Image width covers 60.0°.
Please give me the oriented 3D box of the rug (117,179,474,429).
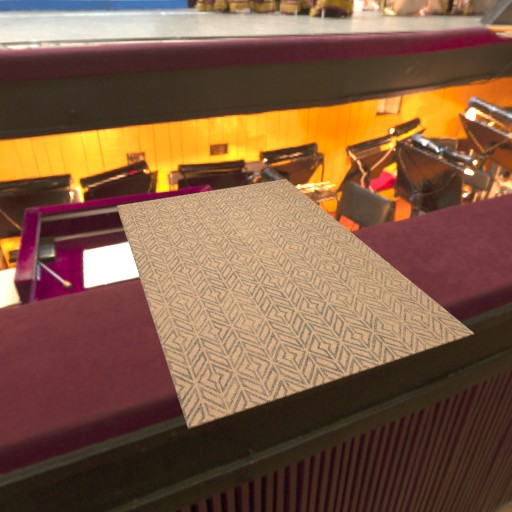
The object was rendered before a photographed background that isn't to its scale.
[{"bbox_3d":[0.000,0.000,2.368,1.220,0.008,1.824,-12,34,-19],"label":"rug"}]
